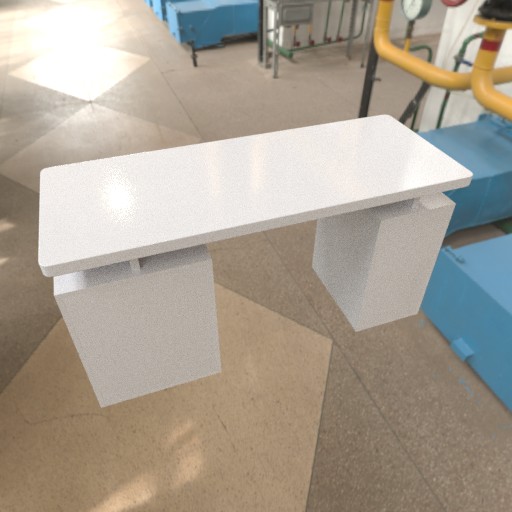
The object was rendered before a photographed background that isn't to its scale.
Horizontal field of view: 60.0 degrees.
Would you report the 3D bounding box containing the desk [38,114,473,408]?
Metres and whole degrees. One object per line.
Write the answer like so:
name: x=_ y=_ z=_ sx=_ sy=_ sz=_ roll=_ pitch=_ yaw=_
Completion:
desk: x=0.000 y=0.000 z=1.774 sx=1.400 sy=0.762 sz=0.550 roll=-13 pitch=42 yaw=-15
